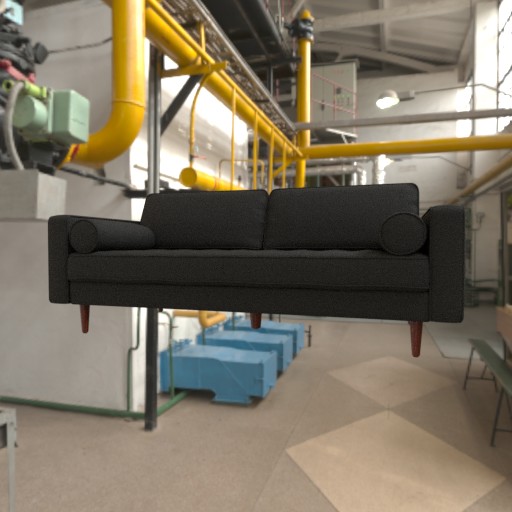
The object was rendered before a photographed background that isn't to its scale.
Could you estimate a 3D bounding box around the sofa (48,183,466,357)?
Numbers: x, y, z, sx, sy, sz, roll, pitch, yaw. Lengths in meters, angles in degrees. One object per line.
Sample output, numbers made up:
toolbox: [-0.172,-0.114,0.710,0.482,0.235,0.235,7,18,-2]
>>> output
sofa: [0.000,0.000,2.296,1.875,0.759,0.914,0,1,18]
